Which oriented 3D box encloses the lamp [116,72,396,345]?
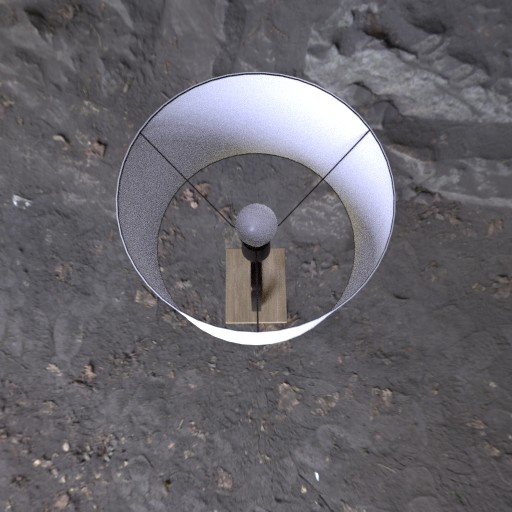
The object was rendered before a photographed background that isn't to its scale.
[{"bbox_3d":[0.000,0.000,0.688,0.279,0.508,0.279,-1,76,0],"label":"lamp"}]
